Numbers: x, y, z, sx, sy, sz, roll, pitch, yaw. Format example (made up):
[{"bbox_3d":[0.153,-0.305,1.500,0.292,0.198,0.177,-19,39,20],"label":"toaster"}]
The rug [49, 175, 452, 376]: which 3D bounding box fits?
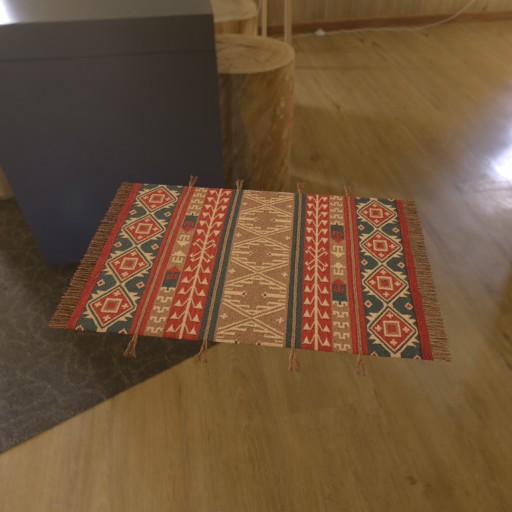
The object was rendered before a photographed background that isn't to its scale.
[{"bbox_3d":[0.000,0.000,2.599,2.025,0.040,1.469,4,46,4],"label":"rug"}]
